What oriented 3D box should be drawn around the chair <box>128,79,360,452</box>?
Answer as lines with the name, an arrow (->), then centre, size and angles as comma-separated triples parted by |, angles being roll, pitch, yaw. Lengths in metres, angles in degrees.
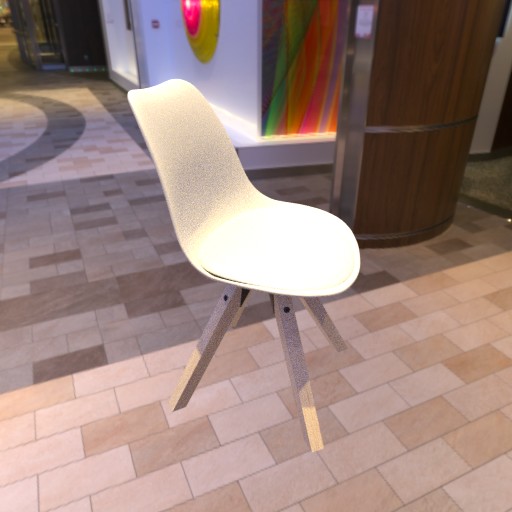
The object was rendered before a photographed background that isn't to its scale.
chair -> 0.000, 0.000, 1.199 | 0.550, 0.850, 0.485 | 9, 30, 17
